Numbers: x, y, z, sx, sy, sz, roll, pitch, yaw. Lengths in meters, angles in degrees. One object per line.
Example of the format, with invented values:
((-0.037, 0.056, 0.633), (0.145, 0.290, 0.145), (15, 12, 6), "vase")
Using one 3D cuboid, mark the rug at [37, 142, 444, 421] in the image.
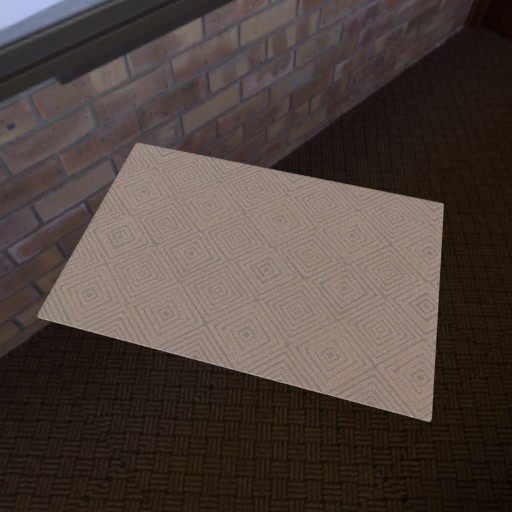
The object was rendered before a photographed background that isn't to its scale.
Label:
((0.000, 0.000, 2.181), (1.753, 0.008, 1.143), (13, 59, 8), "rug")
